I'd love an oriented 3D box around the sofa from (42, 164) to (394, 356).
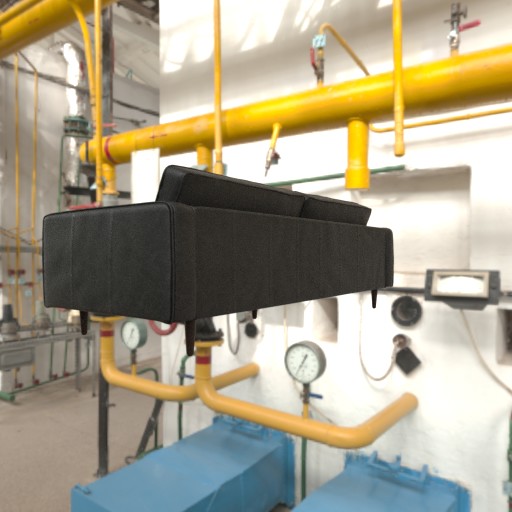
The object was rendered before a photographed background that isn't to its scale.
[{"bbox_3d":[0.000,0.000,2.670,0.914,0.762,2.210,0,1,37],"label":"sofa"}]
